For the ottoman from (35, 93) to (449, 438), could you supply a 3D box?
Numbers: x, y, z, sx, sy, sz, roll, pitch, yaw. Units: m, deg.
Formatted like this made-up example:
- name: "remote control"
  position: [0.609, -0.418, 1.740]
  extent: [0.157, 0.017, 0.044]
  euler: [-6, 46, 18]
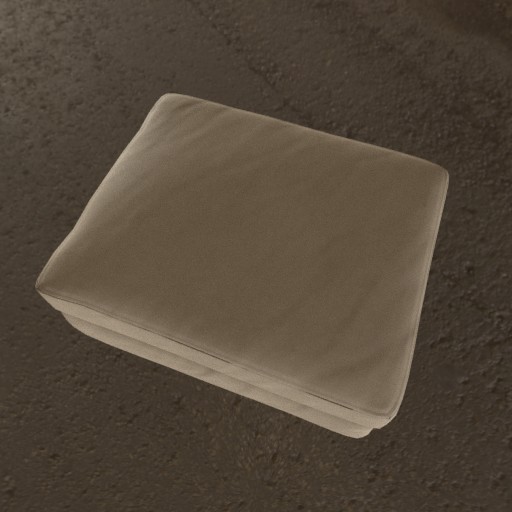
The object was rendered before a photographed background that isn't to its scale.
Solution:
- name: "ottoman"
  position: [0.000, 0.000, 1.448]
  extent: [1.002, 0.492, 0.836]
  euler: [18, 63, 10]
